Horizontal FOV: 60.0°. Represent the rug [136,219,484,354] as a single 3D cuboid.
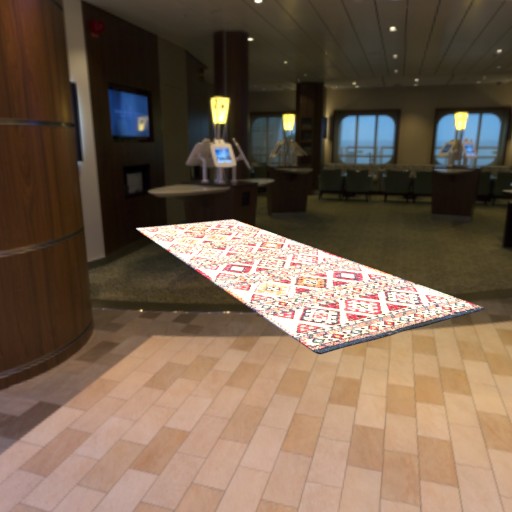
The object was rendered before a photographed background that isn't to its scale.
[{"bbox_3d":[0.000,0.000,2.600,0.832,0.008,2.362,-8,17,-28],"label":"rug"}]
